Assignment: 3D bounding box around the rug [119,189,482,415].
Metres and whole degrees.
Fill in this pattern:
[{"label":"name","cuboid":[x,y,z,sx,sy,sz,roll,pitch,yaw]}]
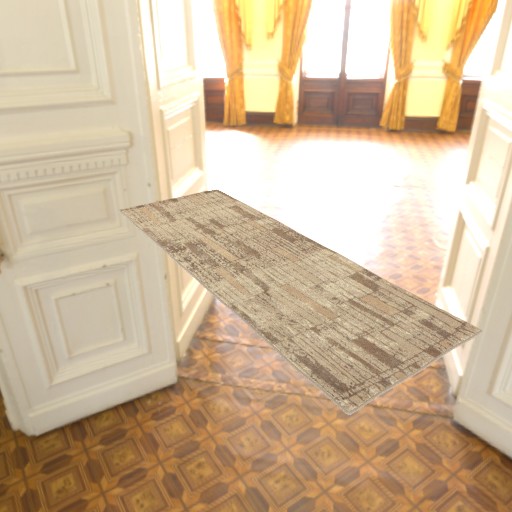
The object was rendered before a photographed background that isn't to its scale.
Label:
[{"label":"rug","cuboid":[0.000,0.000,2.656,0.857,0.018,2.383,-18,33,-30]}]
